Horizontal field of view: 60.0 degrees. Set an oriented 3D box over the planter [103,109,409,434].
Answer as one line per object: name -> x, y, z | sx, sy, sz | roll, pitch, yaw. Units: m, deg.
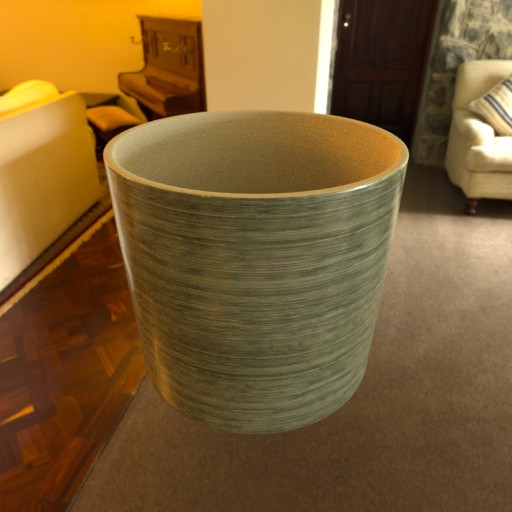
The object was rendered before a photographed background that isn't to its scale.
planter -> 0.000, 0.000, 0.385 | 0.221, 0.201, 0.221 | 0, 30, 0
